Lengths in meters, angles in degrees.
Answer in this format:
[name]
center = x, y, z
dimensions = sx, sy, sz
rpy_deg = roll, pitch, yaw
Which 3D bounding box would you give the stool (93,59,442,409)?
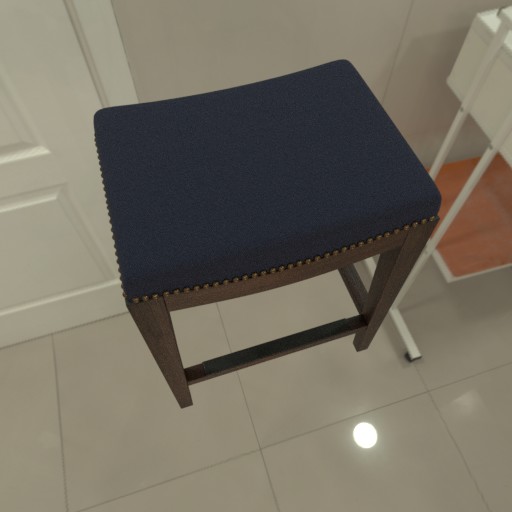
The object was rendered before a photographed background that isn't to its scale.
[stool]
center = 0.000, 0.000, 0.948
dimensions = 0.500, 0.642, 0.361
rpy_deg = -15, 60, -9
